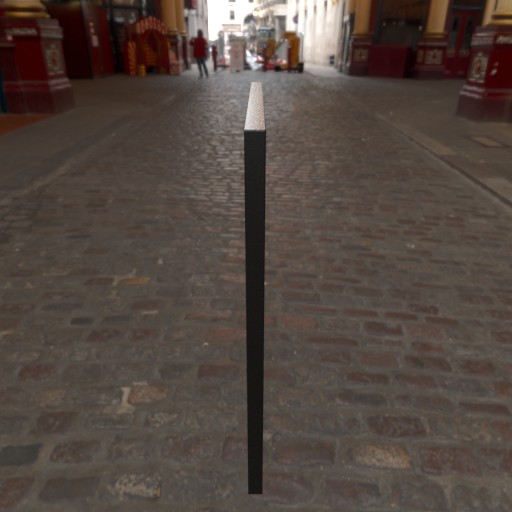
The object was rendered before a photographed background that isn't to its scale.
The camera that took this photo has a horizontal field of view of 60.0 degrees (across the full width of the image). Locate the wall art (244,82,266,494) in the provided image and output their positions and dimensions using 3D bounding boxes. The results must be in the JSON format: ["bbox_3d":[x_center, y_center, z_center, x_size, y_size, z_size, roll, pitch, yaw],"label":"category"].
[{"bbox_3d":[0.000,0.000,0.514,0.014,0.349,0.349,0,26,0],"label":"wall art"}]
